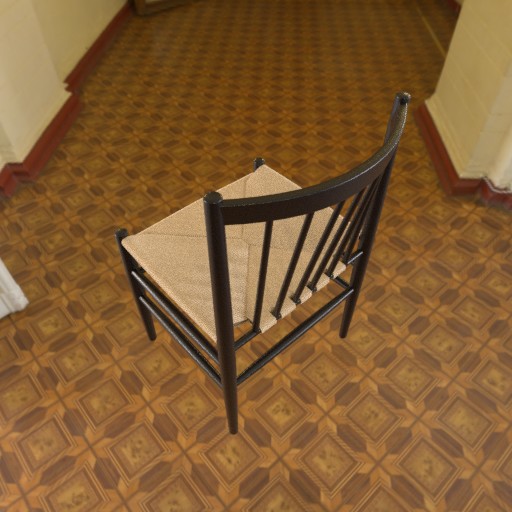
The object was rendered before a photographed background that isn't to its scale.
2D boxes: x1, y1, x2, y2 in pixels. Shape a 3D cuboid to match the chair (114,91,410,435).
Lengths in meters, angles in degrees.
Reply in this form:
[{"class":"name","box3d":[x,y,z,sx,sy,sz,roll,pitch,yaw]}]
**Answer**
[{"class":"chair","box3d":[0.000,0.000,1.110,0.495,0.818,0.516,-33,55,-28]}]
